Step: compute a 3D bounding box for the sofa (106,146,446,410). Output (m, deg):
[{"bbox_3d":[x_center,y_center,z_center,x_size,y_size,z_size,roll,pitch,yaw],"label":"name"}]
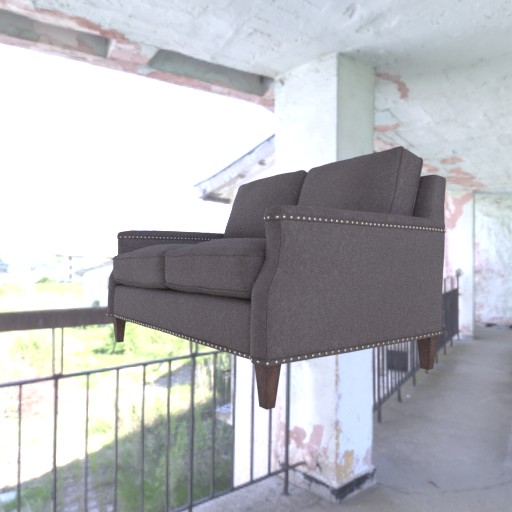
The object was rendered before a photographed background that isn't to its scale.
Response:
[{"bbox_3d":[0.000,0.000,2.312,1.084,1.003,1.597,0,-1,-36],"label":"sofa"}]
